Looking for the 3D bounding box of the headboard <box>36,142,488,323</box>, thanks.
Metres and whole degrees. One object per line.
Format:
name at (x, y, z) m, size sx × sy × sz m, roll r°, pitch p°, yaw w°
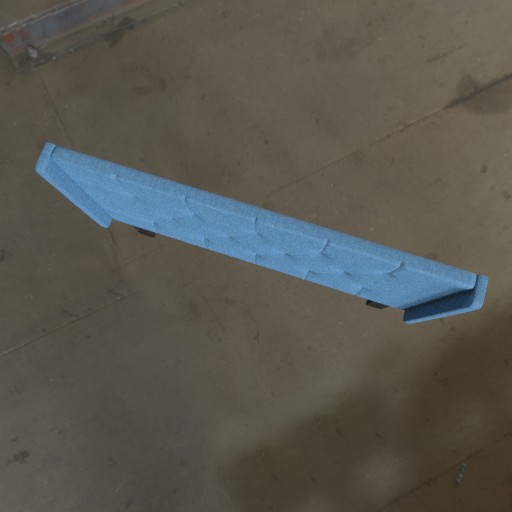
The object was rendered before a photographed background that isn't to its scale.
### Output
headboard at (0.000, 0.000, 2.686) m, size 2.051 × 1.524 × 0.184 m, roll 17°, pitch 78°, yaw 4°
